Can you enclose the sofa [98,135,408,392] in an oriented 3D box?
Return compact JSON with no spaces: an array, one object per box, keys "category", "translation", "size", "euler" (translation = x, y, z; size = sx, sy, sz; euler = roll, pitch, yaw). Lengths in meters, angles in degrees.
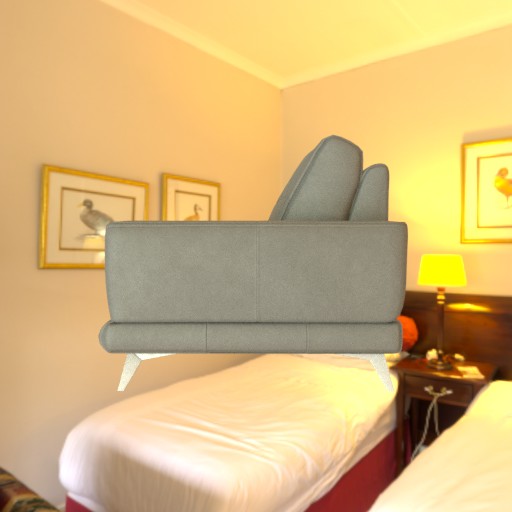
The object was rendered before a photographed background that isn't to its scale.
[{"category":"sofa","translation":[0.000,0.000,2.300],"size":[1.018,0.907,1.806],"euler":[0,0,0]}]
